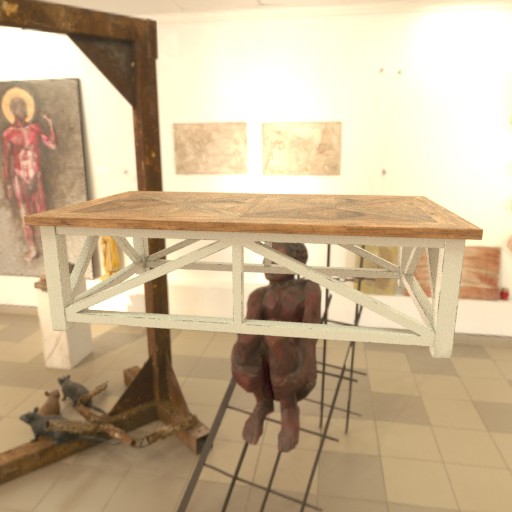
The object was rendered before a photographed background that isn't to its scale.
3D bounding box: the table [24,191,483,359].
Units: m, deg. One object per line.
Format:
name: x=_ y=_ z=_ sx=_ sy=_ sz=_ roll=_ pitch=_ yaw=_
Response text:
table: x=0.000 y=0.000 z=1.763 sx=1.400 sy=0.410 sz=0.800 roll=2 pitch=15 yaw=9
